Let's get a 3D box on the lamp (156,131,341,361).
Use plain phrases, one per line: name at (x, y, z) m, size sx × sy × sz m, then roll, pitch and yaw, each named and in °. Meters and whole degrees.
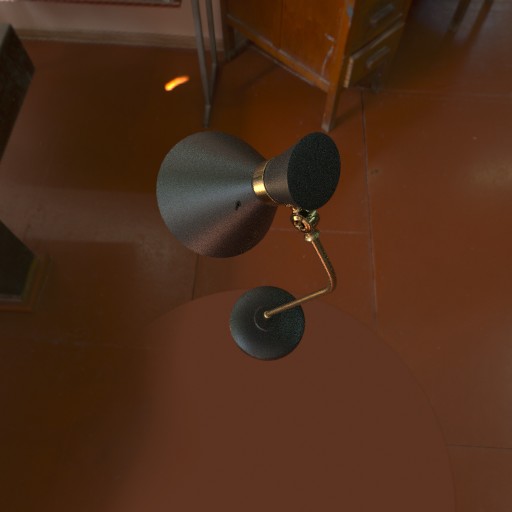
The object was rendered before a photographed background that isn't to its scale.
lamp at (0.000, 0.000, 0.753) m, size 0.292 × 0.647 × 0.189 m, roll 35°, pitch 69°, yaw 15°
